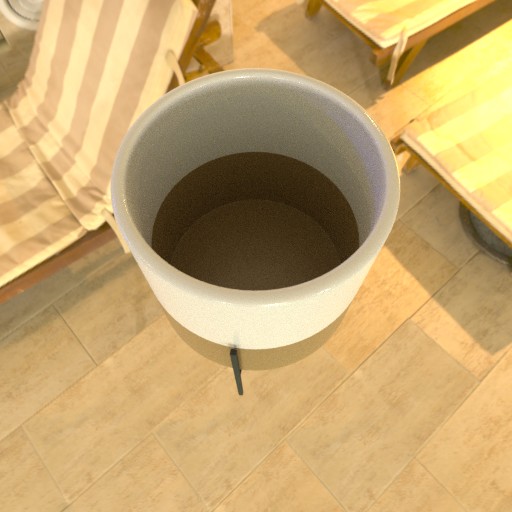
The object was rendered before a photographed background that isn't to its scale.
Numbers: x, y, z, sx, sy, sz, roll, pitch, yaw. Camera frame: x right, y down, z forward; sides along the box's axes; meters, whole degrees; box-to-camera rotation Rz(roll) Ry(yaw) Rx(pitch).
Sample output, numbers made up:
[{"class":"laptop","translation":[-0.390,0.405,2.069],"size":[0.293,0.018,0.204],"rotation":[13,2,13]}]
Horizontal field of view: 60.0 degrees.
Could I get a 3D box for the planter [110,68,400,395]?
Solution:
[{"class":"planter","translation":[0.000,0.000,0.654],"size":[0.310,0.432,0.310],"rotation":[-33,68,-15]}]
